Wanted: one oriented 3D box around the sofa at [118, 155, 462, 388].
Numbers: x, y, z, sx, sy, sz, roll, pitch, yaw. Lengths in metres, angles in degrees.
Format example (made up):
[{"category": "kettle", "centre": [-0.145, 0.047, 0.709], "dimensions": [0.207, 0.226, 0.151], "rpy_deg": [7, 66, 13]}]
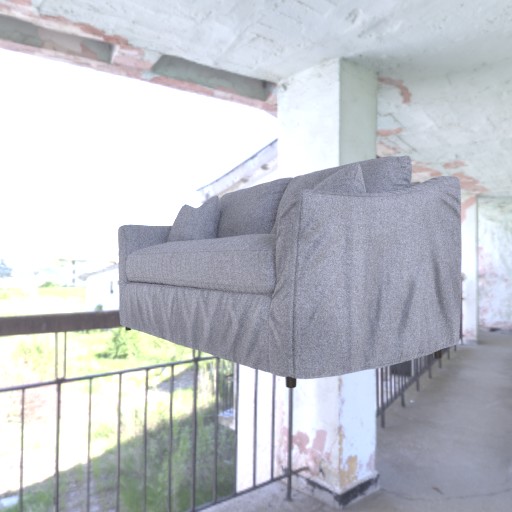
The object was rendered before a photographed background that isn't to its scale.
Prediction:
[{"category": "sofa", "centre": [0.000, 0.000, 2.649], "dimensions": [1.072, 1.018, 2.010], "rpy_deg": [1, -1, -35]}]
